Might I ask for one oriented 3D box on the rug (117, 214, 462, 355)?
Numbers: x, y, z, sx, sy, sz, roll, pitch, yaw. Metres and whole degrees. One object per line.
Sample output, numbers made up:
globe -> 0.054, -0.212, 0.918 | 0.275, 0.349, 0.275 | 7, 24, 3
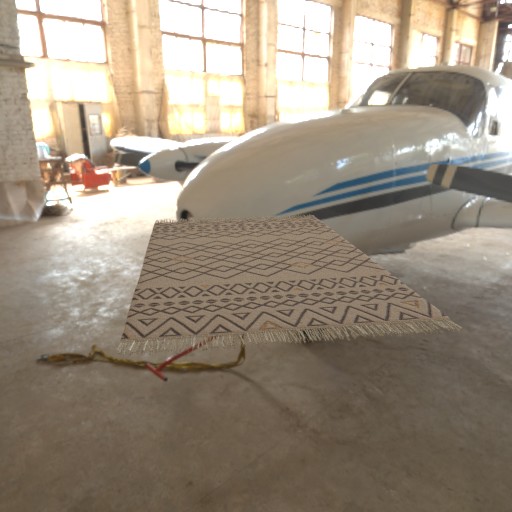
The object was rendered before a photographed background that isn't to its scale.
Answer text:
rug -> 0.000, 0.000, 2.466 | 1.224, 0.028, 2.023 | -3, 17, -8
